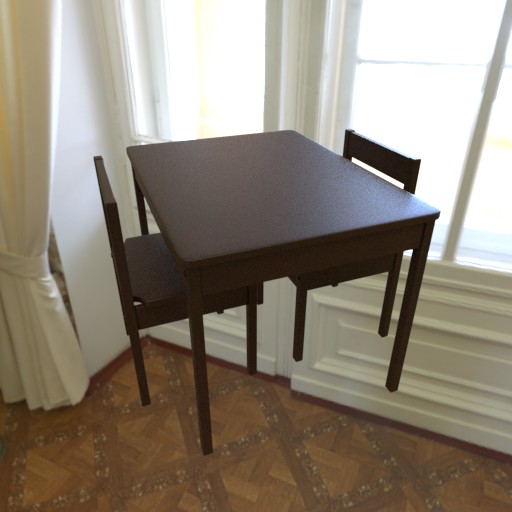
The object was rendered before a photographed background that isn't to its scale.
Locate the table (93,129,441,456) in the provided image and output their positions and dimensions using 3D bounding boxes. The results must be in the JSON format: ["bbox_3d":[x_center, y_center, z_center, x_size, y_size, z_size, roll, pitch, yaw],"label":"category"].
[{"bbox_3d":[0.000,0.000,1.106,0.672,0.503,0.650,-11,32,-19],"label":"table"}]
